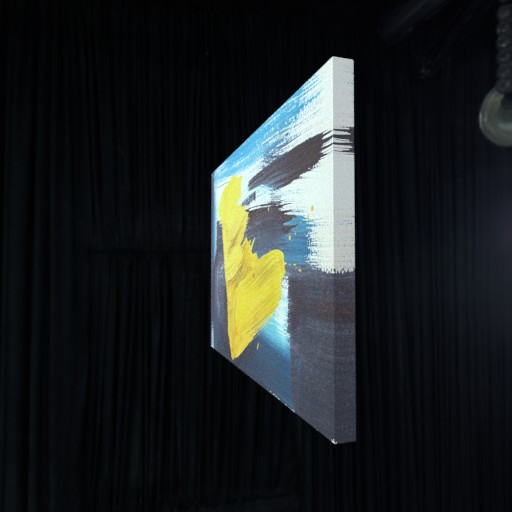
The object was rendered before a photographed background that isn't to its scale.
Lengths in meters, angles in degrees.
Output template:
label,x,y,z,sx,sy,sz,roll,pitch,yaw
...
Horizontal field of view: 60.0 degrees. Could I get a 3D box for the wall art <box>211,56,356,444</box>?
label,x,y,z,sx,sy,sz,roll,pitch,yaw
wall art,0.000,0.000,1.137,0.039,0.610,0.914,1,-2,-18
